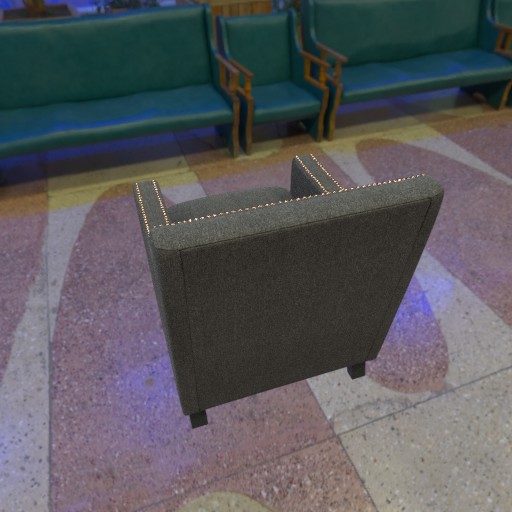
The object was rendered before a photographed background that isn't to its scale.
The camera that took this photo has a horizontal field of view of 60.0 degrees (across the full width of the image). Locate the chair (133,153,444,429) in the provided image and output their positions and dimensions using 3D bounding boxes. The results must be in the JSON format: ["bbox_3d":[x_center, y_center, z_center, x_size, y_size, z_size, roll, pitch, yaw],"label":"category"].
[{"bbox_3d":[0.000,0.000,1.671,0.776,0.967,0.884,-12,43,-14],"label":"chair"}]
